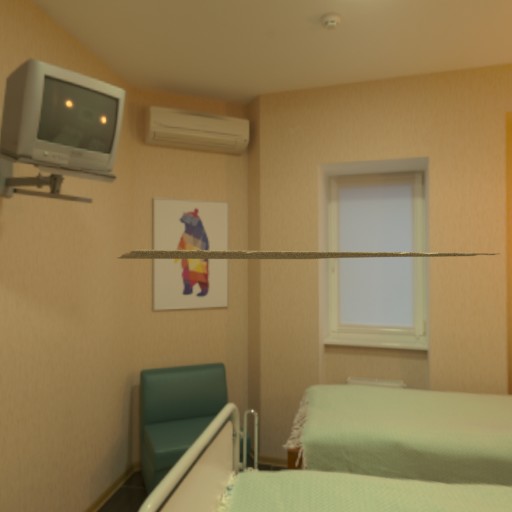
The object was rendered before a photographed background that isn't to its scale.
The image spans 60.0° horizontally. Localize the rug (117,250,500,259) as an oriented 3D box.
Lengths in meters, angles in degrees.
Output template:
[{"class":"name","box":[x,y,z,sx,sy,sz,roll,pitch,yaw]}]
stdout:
[{"class":"rug","box":[0.000,0.000,4.093,2.388,0.030,3.213,0,-1,-19]}]
